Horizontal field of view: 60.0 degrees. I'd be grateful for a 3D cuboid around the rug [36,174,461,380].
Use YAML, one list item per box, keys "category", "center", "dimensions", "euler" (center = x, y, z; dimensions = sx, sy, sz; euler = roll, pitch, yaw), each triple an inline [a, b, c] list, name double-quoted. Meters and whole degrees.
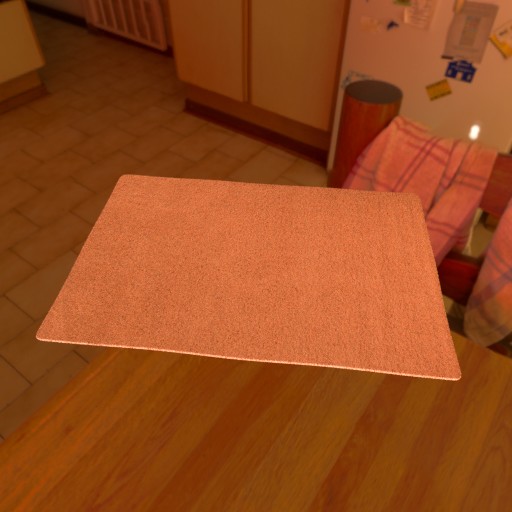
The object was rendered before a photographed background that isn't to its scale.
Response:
- category: "rug"
  center: [0.000, 0.000, 3.394]
  dimensions: [2.700, 0.024, 1.801]
  euler: [4, 46, 4]
